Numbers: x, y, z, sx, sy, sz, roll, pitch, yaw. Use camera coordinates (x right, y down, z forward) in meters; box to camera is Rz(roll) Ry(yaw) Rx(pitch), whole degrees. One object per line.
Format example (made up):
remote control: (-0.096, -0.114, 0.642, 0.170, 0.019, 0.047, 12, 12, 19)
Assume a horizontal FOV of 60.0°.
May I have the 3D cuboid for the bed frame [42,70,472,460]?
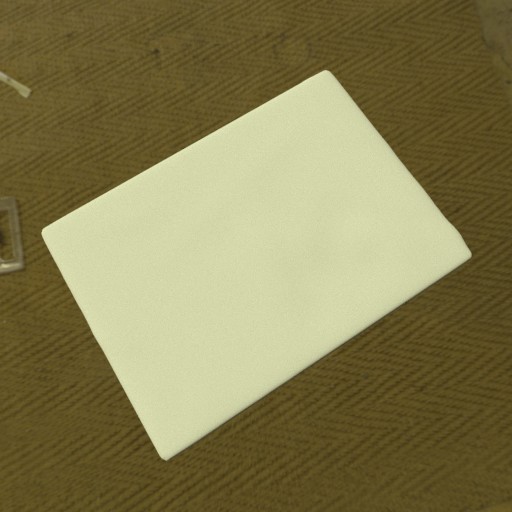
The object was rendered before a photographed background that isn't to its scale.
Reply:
bed frame: (0.000, 0.000, 2.609, 1.905, 0.637, 1.372, -32, 78, -8)
